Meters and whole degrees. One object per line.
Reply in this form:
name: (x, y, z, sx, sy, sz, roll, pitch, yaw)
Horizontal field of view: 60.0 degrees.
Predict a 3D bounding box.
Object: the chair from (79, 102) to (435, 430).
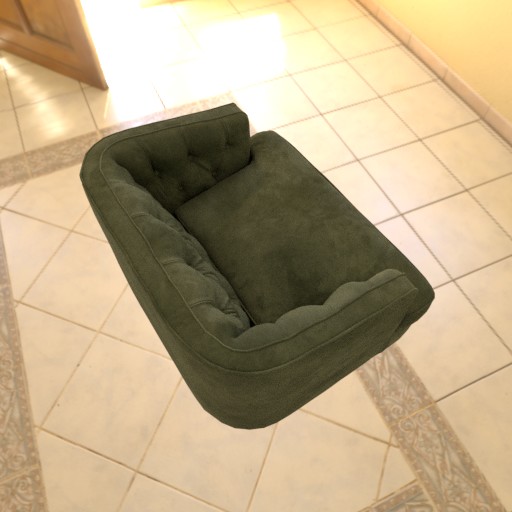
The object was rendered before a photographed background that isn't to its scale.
chair: (0.000, 0.000, 1.761, 0.941, 0.852, 1.104, -29, 62, -17)
